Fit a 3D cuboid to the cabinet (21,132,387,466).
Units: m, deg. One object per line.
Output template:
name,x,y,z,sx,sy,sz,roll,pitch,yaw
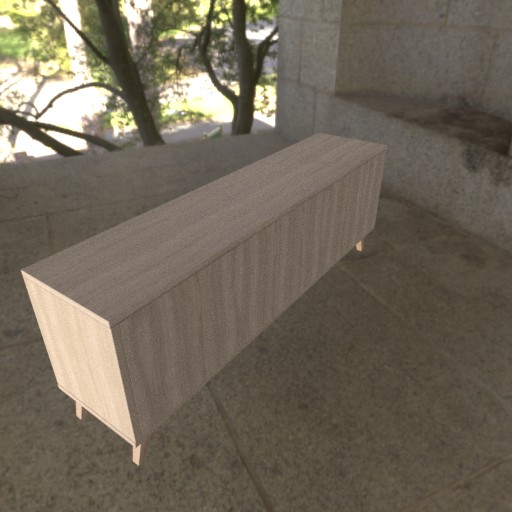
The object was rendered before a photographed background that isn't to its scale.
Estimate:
cabinet,0.000,0.000,2.431,0.499,0.779,2.198,21,37,30
